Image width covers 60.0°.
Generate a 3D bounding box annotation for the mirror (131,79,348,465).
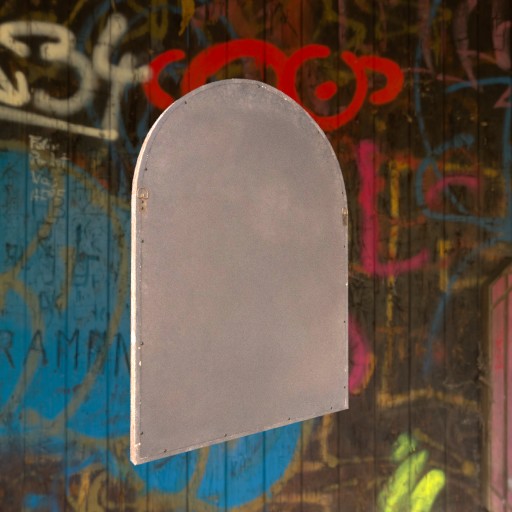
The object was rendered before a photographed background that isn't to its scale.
[{"bbox_3d":[0.000,0.000,1.173,0.660,0.920,0.032,0,-1,-35],"label":"mirror"}]
